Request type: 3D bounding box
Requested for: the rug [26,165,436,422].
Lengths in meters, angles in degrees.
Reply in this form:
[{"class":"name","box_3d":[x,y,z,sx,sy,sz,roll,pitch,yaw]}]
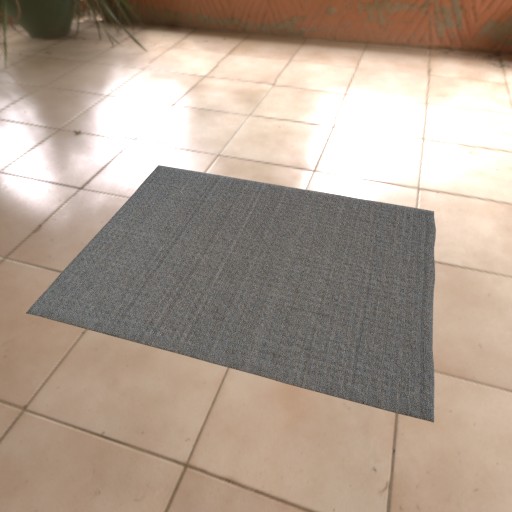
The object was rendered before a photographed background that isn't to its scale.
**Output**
[{"class":"rug","box_3d":[0.000,0.000,4.129,3.200,0.007,2.443,12,43,13]}]
